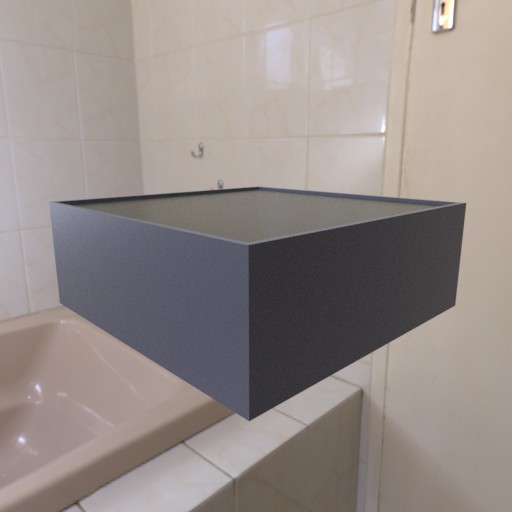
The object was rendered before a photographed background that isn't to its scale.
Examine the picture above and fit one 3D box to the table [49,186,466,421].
[{"bbox_3d":[0.000,0.000,1.237,0.801,0.299,0.801,-12,18,-42],"label":"table"}]
